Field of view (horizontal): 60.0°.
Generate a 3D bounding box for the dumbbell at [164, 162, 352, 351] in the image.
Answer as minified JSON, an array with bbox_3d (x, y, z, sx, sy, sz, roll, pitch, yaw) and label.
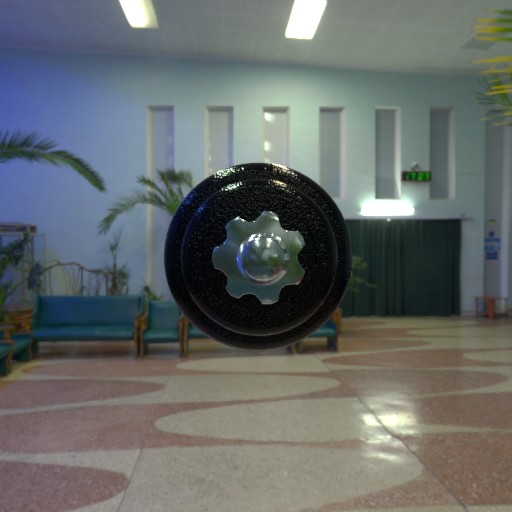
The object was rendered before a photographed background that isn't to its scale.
[{"bbox_3d":[0.000,0.000,0.593,0.202,0.202,0.497,0,1,-1],"label":"dumbbell"}]
